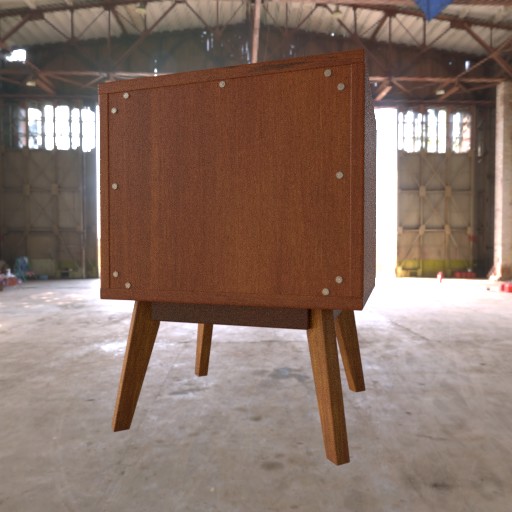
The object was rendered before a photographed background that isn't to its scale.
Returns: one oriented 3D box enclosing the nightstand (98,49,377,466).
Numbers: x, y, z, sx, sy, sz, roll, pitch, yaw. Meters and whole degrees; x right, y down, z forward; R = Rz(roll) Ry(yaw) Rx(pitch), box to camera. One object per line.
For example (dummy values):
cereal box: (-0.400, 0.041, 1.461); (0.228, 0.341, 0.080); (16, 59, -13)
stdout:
nightstand: (0.000, 0.000, 0.912); (0.460, 0.618, 0.411); (0, 2, 18)
